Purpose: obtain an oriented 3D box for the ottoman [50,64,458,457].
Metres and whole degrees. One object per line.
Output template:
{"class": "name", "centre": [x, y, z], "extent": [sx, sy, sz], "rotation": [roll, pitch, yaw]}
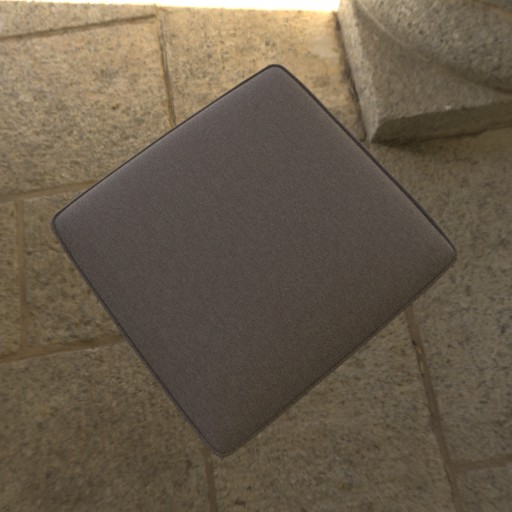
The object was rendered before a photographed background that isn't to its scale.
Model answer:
{"class": "ottoman", "centre": [0.000, 0.000, 1.414], "extent": [0.871, 0.612, 0.808], "rotation": [-38, 79, -9]}
